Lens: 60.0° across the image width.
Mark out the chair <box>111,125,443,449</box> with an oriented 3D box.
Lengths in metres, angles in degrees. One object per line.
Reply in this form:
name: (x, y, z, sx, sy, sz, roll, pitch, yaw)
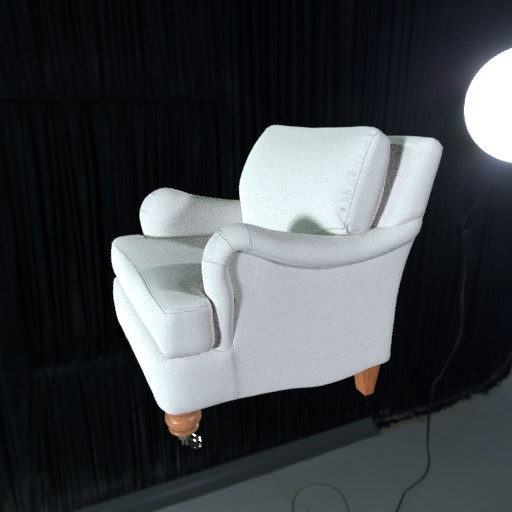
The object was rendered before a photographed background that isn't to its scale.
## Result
chair: (0.000, 0.000, 1.845, 1.070, 1.038, 0.955, -8, 19, -25)
